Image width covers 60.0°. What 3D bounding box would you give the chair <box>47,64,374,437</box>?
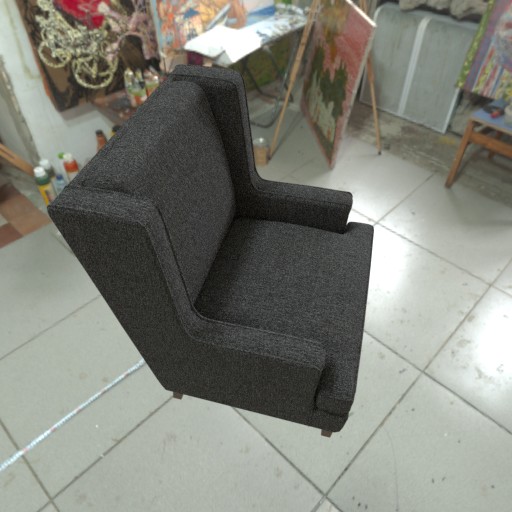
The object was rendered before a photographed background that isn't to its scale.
[{"bbox_3d":[0.000,0.000,1.780,0.927,1.082,0.942,11,47,10],"label":"chair"}]
